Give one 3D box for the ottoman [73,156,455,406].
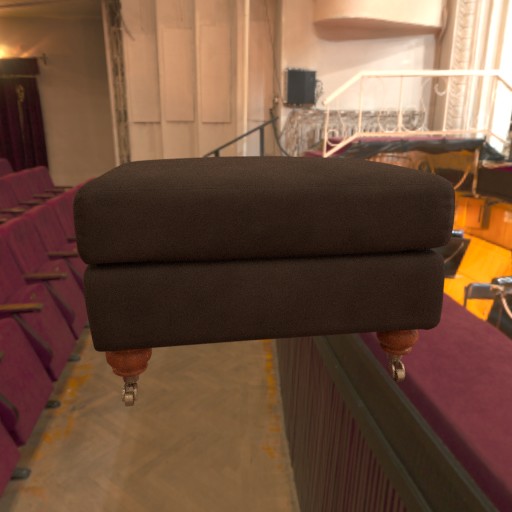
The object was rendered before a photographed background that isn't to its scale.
[{"bbox_3d":[0.000,0.000,1.150,0.773,0.497,0.574,-2,16,-9],"label":"ottoman"}]
